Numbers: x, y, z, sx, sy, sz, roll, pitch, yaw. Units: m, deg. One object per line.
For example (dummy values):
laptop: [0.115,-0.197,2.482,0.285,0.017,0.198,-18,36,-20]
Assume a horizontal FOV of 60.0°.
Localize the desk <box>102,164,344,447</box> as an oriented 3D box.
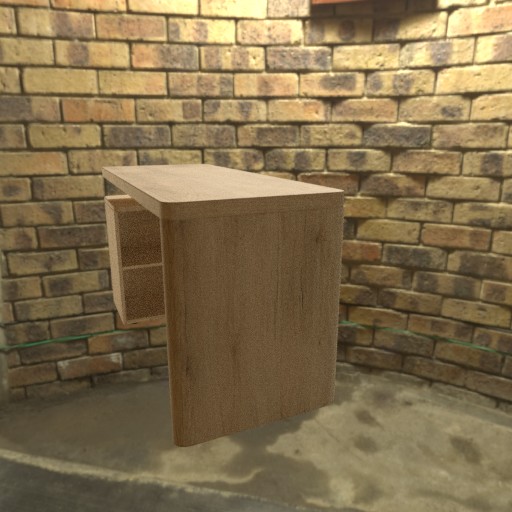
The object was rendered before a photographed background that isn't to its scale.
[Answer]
desk: [0.000,0.000,2.090,1.175,0.770,1.400,-7,17,-24]
